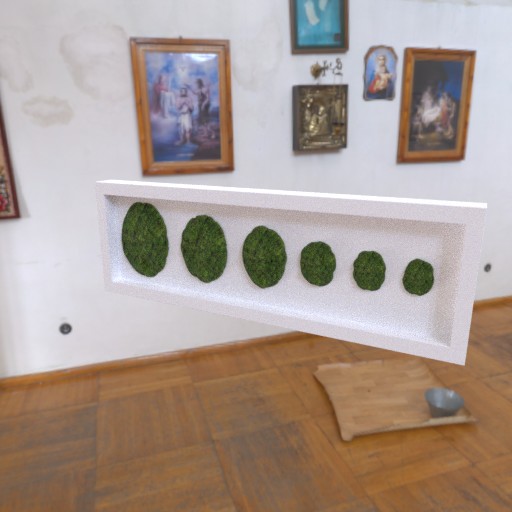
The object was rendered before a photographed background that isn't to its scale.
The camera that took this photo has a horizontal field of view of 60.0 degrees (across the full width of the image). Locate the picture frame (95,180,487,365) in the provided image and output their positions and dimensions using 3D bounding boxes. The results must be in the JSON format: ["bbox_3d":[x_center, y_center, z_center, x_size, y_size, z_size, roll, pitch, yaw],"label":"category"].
[{"bbox_3d":[0.000,0.000,0.849,0.759,0.250,0.050,8,17,26],"label":"picture frame"}]
